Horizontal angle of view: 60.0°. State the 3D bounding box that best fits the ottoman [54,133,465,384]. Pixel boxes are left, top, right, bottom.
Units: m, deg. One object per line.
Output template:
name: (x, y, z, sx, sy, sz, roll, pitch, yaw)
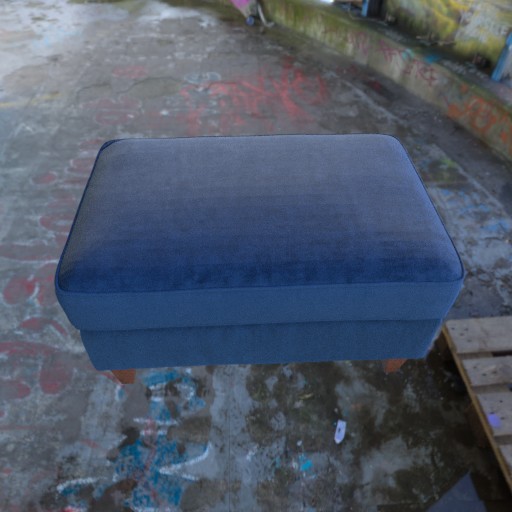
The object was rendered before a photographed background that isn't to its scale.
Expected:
ottoman: (0.000, 0.000, 1.224, 0.862, 0.484, 0.583, -2, 47, -2)
